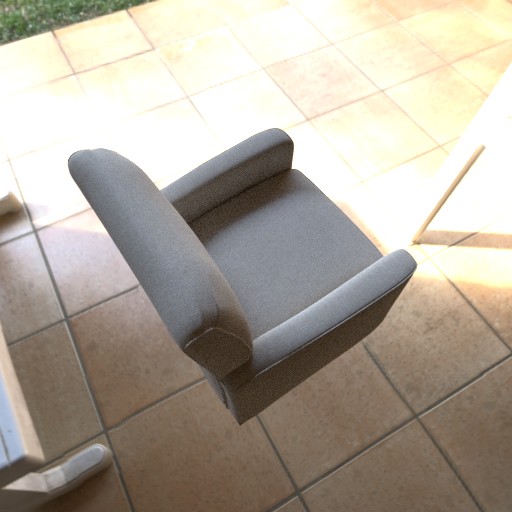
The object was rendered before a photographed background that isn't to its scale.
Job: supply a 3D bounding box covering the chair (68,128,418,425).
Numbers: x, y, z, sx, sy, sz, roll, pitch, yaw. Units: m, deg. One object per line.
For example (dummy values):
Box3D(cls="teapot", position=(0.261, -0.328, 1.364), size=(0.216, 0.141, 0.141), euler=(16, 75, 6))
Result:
Box3D(cls="chair", position=(0.000, 0.000, 1.628), size=(0.859, 1.023, 0.845), euler=(-31, 64, -17))
